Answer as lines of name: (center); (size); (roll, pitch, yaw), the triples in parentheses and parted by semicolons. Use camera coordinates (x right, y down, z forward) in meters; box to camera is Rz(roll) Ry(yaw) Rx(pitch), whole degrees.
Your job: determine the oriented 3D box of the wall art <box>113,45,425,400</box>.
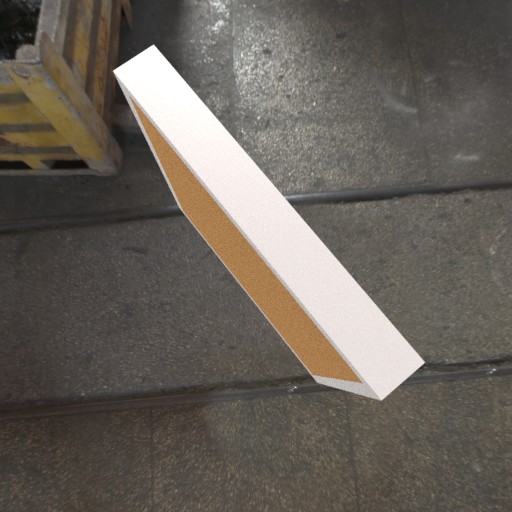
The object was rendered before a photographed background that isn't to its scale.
wall art: (0.000, 0.000, 0.458); (0.038, 0.302, 0.305); (-37, 79, -9)
